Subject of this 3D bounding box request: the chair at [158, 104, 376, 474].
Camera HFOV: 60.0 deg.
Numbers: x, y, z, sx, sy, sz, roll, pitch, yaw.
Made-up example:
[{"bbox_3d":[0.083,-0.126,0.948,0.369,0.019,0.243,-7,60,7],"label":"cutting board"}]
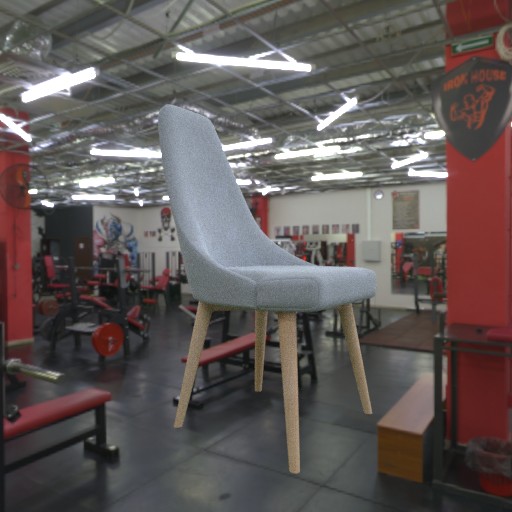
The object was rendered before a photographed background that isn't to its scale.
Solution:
[{"bbox_3d":[0.000,0.000,1.418,0.660,1.040,0.510,1,1,36],"label":"chair"}]
